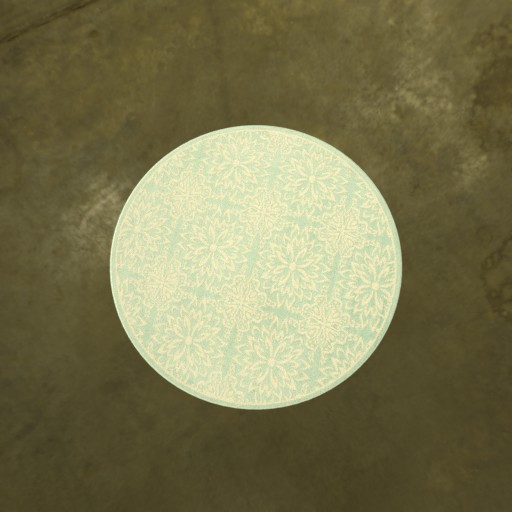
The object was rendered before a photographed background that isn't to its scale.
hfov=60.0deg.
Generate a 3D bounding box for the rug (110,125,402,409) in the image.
[{"bbox_3d":[0.000,0.000,2.423,1.593,0.012,1.593,0,76,0],"label":"rug"}]
